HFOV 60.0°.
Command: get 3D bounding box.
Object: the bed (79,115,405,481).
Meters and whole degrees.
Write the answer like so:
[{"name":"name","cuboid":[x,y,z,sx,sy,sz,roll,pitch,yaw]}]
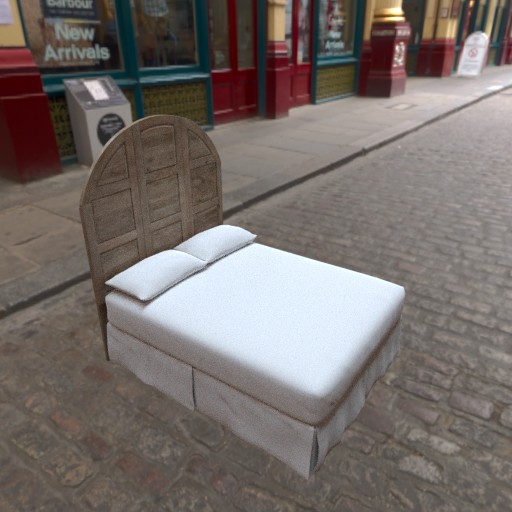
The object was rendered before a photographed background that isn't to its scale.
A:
[{"name":"bed","cuboid":[0.000,0.000,3.550,2.112,2.002,1.713,17,30,31]}]
